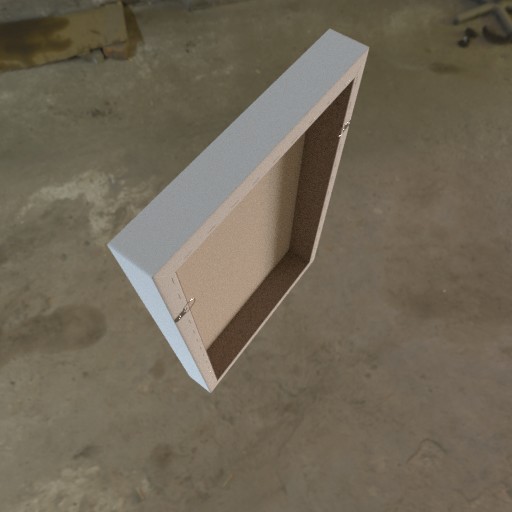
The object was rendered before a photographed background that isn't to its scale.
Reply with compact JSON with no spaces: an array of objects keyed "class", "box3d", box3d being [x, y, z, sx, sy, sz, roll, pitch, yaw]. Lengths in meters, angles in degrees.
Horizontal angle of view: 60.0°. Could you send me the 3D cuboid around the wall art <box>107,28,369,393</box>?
[{"class":"wall art","box3d":[0.000,0.000,0.482,0.039,0.381,0.252,34,68,16]}]
